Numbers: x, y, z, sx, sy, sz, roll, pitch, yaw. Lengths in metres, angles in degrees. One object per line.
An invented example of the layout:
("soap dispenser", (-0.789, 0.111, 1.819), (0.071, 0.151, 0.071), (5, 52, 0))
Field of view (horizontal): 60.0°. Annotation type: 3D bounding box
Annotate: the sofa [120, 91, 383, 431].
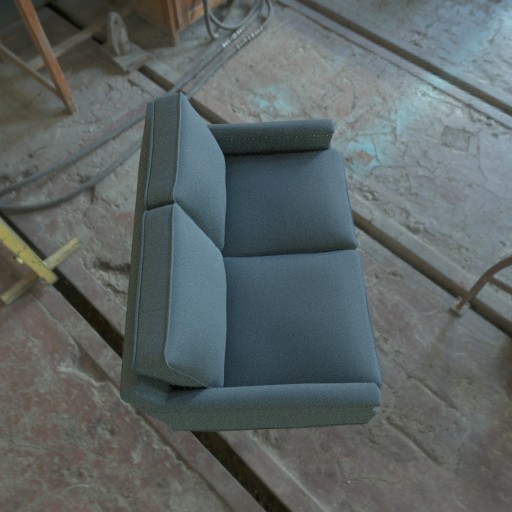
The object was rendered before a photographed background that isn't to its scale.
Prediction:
("sofa", (0.000, 0.000, 2.271), (1.084, 1.003, 1.597), (-2, 62, -1))
